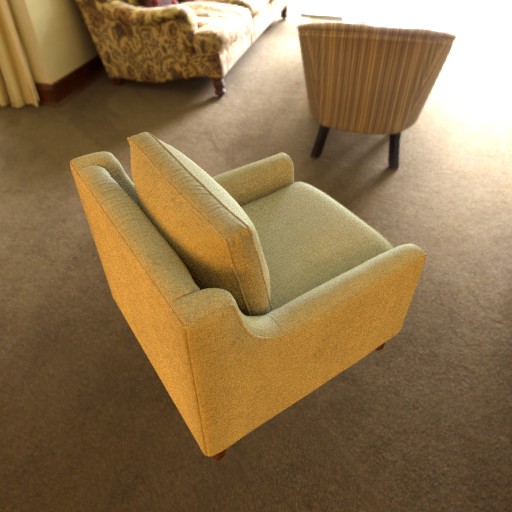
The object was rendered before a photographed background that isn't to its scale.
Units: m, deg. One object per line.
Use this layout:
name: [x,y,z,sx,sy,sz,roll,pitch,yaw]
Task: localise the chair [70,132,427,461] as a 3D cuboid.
chair: [0.000,0.000,1.599,0.918,0.864,0.838,-25,48,-24]
